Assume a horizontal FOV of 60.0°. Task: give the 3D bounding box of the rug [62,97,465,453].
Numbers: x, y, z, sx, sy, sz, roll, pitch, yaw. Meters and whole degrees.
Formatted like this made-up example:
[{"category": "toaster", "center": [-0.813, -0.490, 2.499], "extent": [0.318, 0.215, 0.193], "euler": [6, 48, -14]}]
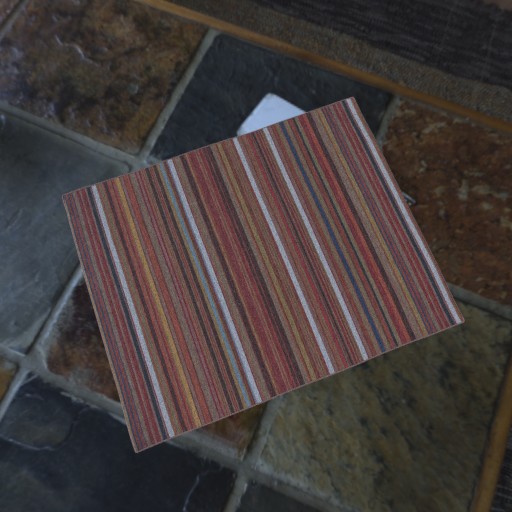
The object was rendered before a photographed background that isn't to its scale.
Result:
[{"category": "rug", "center": [0.000, 0.000, 4.124], "extent": [3.092, 0.023, 2.479], "euler": [-20, 76, -5]}]
